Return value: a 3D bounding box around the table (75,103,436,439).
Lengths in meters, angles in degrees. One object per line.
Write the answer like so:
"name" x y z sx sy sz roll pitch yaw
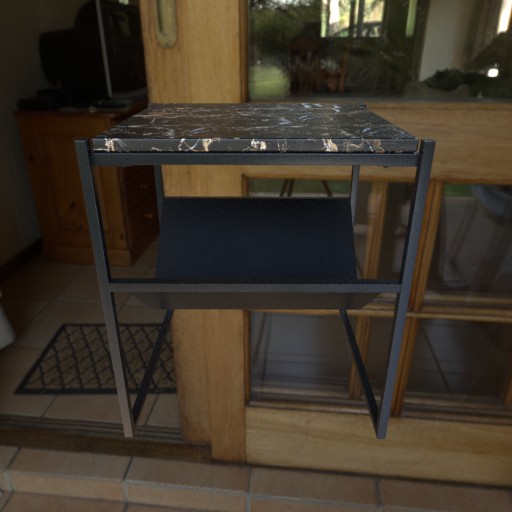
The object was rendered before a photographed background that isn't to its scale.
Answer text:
"table" 0.000 0.000 0.882 0.469 0.534 0.432 0 25 0
